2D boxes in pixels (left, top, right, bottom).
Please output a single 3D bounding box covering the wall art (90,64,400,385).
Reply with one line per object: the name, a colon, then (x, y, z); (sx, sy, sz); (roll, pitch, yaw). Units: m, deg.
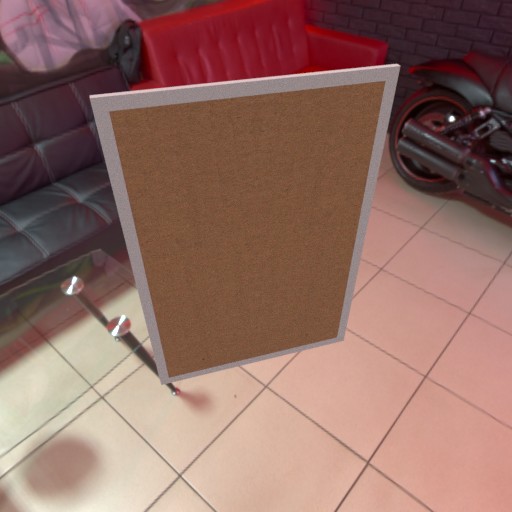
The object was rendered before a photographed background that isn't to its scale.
wall art: (0.000, 0.000, 1.232); (0.660, 0.965, 0.015); (-11, 42, -12)
